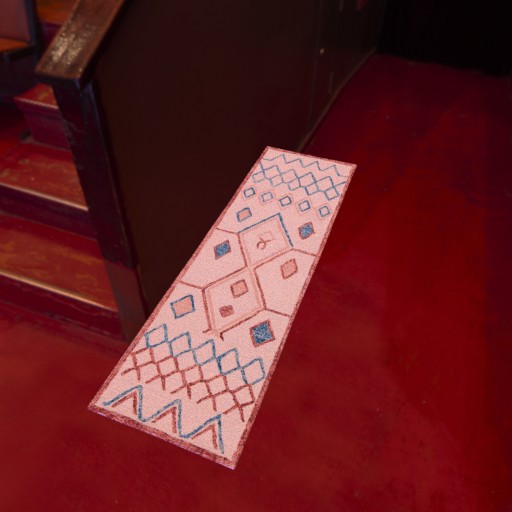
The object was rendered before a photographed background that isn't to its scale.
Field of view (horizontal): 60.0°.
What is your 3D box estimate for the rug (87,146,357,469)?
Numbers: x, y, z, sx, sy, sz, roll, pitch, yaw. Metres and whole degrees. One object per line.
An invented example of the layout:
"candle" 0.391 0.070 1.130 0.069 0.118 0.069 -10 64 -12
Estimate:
"rug" 0.000 0.000 2.768 0.750 0.011 2.435 15 47 15
